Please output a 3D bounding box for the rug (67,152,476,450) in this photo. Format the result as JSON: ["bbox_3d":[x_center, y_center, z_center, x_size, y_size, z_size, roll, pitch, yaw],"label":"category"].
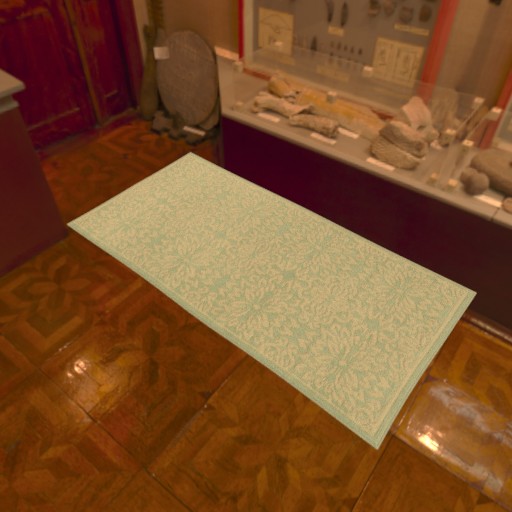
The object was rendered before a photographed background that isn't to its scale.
[{"bbox_3d":[0.000,0.000,1.439,1.219,0.007,0.604,30,53,27],"label":"rug"}]
